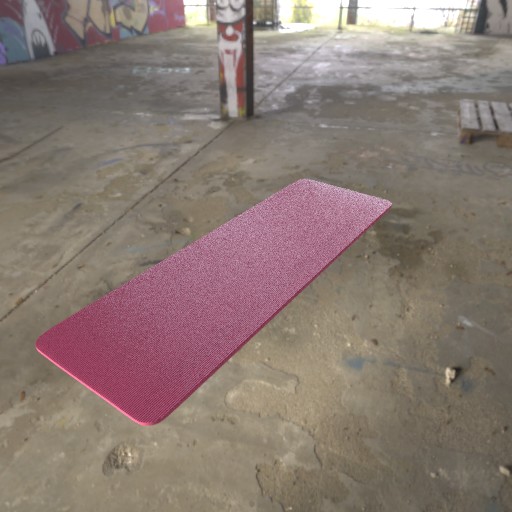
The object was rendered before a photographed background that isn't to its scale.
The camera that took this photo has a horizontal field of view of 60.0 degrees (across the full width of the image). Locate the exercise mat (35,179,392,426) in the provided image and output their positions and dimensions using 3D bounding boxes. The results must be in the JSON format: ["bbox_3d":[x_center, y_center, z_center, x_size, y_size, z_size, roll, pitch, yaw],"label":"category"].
[{"bbox_3d":[0.000,0.000,2.059,0.616,0.021,1.884,21,38,30],"label":"exercise mat"}]
